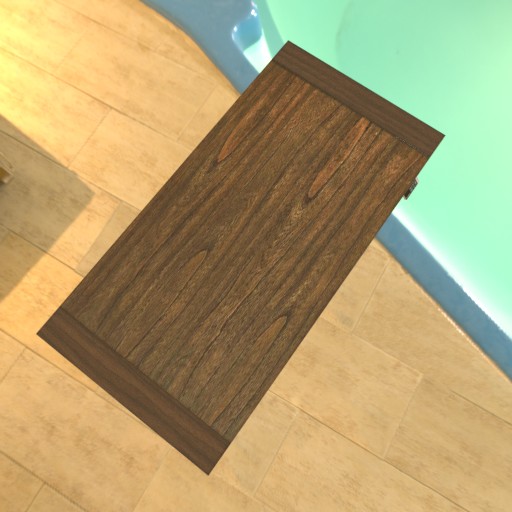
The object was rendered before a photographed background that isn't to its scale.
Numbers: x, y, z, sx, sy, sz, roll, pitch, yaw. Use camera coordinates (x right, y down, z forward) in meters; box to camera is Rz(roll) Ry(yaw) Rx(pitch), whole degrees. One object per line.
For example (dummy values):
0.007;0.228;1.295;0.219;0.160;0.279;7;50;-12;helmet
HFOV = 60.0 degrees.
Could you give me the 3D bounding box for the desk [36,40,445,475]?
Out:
0.000;0.000;1.995;0.784;0.725;1.543;35;77;9;desk
